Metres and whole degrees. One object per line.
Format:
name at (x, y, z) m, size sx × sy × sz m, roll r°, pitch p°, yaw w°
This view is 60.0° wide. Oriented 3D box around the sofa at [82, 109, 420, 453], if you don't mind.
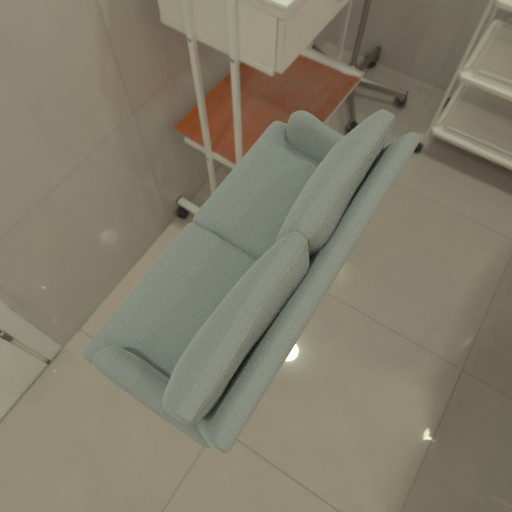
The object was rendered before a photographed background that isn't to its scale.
sofa at (0.000, 0.000, 2.821) m, size 1.069 × 1.096 × 2.193 m, roll 30°, pitch 66°, yaw 14°
